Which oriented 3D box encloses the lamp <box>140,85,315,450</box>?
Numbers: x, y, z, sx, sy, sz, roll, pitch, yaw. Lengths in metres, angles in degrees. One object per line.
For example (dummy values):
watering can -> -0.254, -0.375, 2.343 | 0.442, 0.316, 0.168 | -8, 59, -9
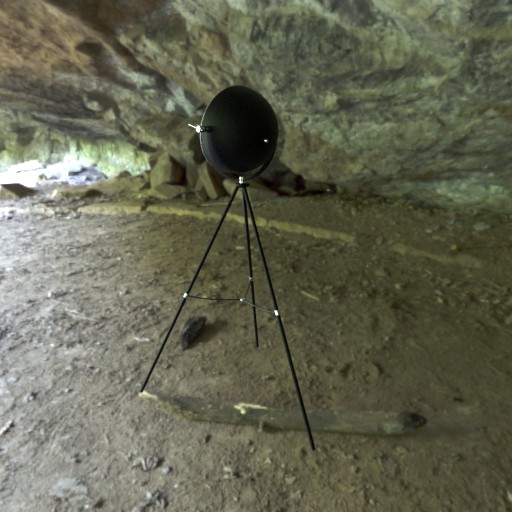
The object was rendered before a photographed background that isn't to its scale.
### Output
lamp -> 0.000, 0.000, 2.079 | 0.817, 1.512, 0.920 | -14, 20, -41
